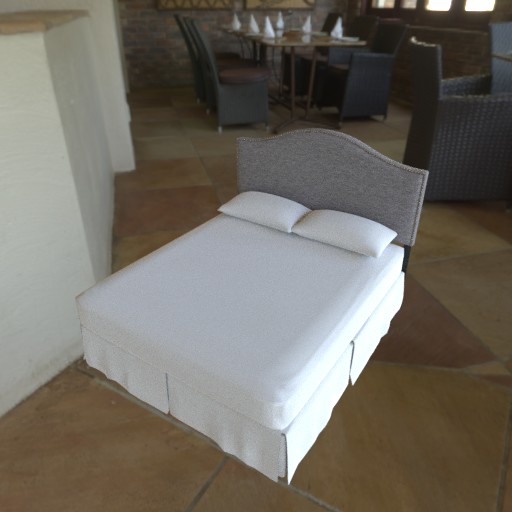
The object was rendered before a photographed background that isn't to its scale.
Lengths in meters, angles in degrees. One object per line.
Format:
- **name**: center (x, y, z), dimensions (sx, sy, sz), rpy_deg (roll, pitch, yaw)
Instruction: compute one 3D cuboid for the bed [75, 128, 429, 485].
- **bed**: center (0.000, 0.000, 2.941), dimensions (1.610, 1.295, 1.870), rpy_deg (18, 35, 29)
